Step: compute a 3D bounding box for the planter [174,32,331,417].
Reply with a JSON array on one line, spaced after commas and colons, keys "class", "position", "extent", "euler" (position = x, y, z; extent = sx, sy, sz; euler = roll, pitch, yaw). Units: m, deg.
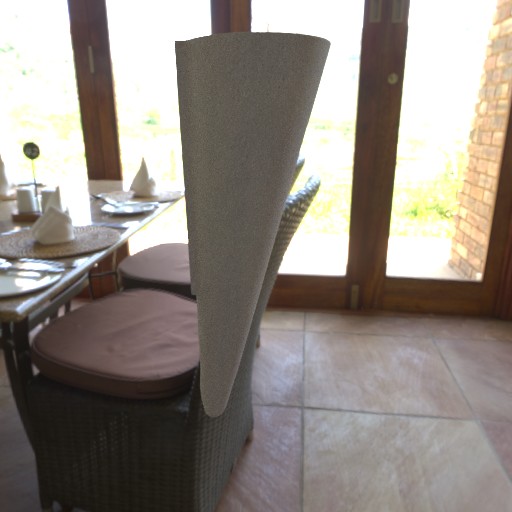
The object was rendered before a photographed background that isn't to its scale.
[{"class": "planter", "position": [0.000, 0.000, 0.297], "extent": [0.087, 0.259, 0.078], "euler": [3, 17, 9]}]
